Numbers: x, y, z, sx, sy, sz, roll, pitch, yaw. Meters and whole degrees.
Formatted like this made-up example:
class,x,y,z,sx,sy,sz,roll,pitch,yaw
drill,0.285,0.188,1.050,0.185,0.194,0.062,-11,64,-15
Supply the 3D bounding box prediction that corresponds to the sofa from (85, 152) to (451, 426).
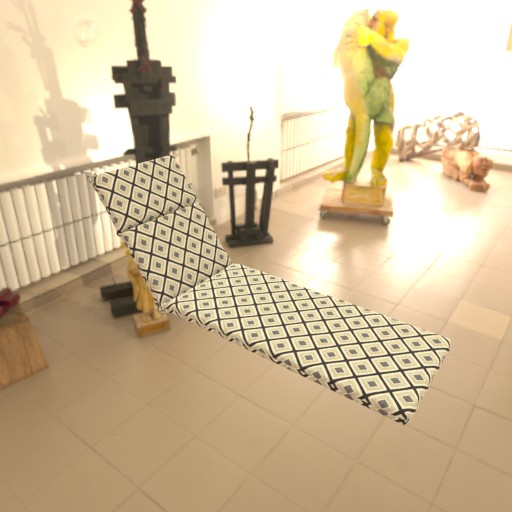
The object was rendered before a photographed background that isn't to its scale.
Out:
class,x,y,z,sx,sy,sz,roll,pitch,yaw
sofa,0.000,0.000,1.993,1.663,0.622,0.582,19,32,32
